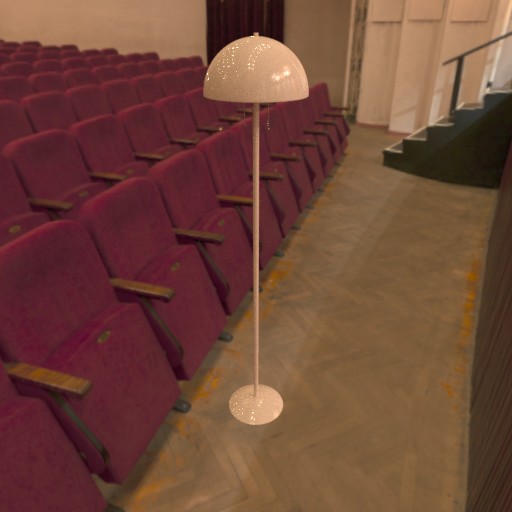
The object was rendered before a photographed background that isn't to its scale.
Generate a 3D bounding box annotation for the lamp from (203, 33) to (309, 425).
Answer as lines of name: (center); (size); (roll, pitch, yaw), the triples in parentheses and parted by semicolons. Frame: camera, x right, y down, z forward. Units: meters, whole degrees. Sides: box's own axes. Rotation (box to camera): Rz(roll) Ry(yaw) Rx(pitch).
lamp: (0.000, 0.000, 1.645); (0.328, 1.480, 0.328); (9, 28, 17)
